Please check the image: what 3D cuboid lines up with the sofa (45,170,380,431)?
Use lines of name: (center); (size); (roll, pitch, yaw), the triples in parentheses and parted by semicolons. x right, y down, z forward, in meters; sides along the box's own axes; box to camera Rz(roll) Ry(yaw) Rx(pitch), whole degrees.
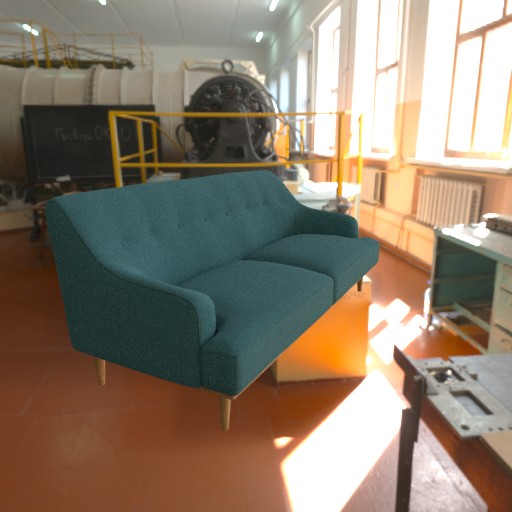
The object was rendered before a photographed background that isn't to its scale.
sofa: (0.000, 0.000, 2.586); (0.978, 0.871, 2.057); (8, 17, 28)
